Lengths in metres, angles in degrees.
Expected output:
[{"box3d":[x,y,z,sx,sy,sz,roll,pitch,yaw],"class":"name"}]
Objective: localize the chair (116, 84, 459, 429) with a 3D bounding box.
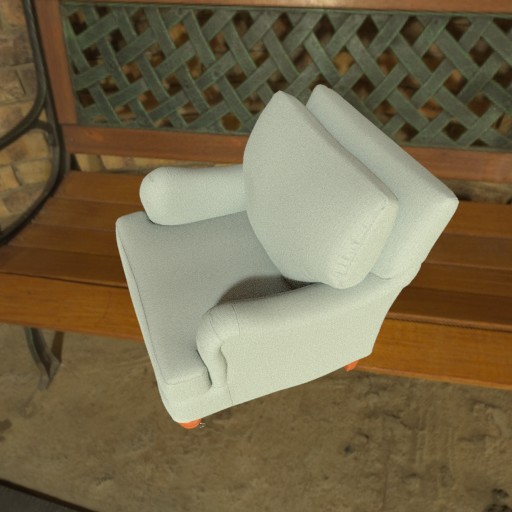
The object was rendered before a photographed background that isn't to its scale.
[{"box3d":[0.000,0.000,1.879,1.070,1.038,0.955,-17,48,-16],"class":"chair"}]
